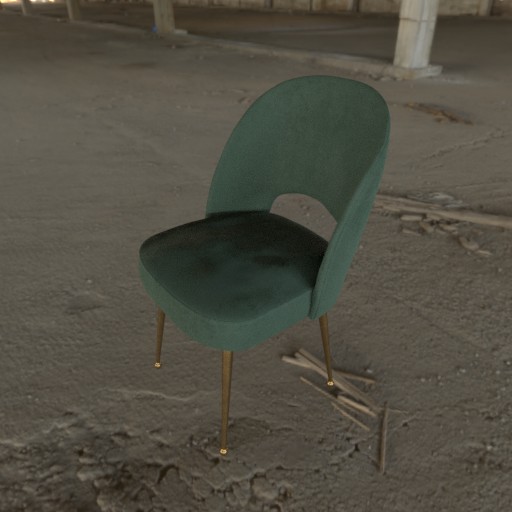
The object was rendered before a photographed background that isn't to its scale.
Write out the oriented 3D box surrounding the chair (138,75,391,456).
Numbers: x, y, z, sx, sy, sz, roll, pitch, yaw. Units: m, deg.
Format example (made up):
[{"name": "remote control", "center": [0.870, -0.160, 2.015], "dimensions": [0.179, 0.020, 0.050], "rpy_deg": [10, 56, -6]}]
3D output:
[{"name": "chair", "center": [0.000, 0.000, 1.213], "dimensions": [0.577, 0.860, 0.527], "rpy_deg": [-21, 37, -31]}]
